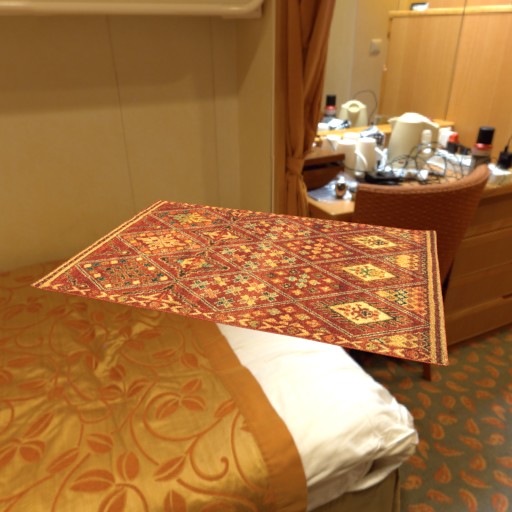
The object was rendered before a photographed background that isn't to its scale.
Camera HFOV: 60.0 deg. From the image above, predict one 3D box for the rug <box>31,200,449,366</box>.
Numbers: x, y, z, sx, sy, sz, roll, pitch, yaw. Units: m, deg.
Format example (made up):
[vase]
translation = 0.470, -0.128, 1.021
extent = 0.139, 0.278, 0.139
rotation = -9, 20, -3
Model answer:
[rug]
translation = 0.000, 0.000, 2.915
extent = 2.286, 0.026, 1.521
rotation = 8, 28, 16
